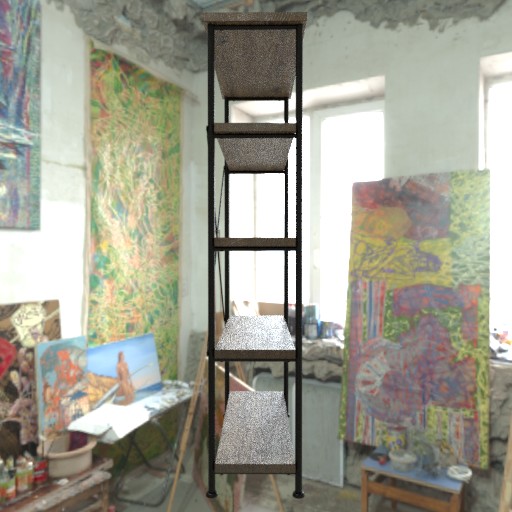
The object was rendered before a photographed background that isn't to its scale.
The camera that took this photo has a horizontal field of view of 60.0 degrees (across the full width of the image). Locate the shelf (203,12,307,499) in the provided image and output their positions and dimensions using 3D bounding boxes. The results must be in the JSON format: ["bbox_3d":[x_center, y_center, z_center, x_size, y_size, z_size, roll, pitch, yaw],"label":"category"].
[{"bbox_3d":[0.000,0.000,1.948,0.360,1.700,0.800,0,1,0],"label":"shelf"}]
